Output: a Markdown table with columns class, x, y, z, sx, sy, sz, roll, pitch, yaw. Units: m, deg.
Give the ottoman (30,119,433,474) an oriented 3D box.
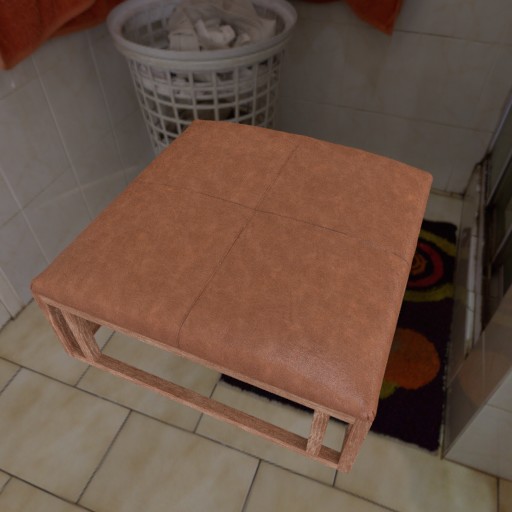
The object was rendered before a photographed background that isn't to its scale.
| class | x | y | z | sx | sy | sz | roll | pitch | yaw |
| --- | --- | --- | --- | --- | --- | --- | --- | --- | --- |
| ottoman | 0.000 | 0.000 | 1.573 | 1.013 | 0.442 | 1.016 | 17 | 49 | 16 |
